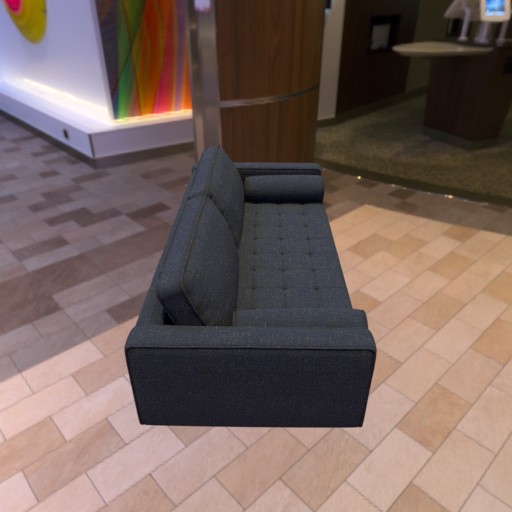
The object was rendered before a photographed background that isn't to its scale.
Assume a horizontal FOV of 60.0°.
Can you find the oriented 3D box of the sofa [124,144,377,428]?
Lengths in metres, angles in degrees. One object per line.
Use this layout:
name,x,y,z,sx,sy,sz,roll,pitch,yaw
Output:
sofa,0.000,0.000,2.429,0.914,0.762,1.880,0,32,1
